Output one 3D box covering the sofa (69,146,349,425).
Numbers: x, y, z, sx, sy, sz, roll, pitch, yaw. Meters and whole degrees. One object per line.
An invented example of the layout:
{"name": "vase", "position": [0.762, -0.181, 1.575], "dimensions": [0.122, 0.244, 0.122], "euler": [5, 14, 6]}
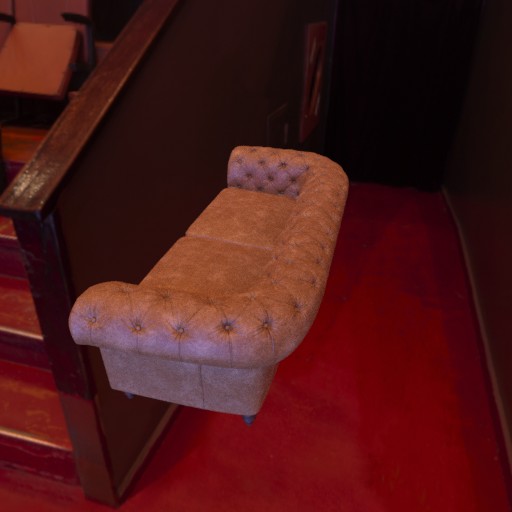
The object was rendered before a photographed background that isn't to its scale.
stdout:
{"name": "sofa", "position": [0.000, 0.000, 2.794], "dimensions": [0.989, 0.760, 2.365], "euler": [8, 31, 13]}
